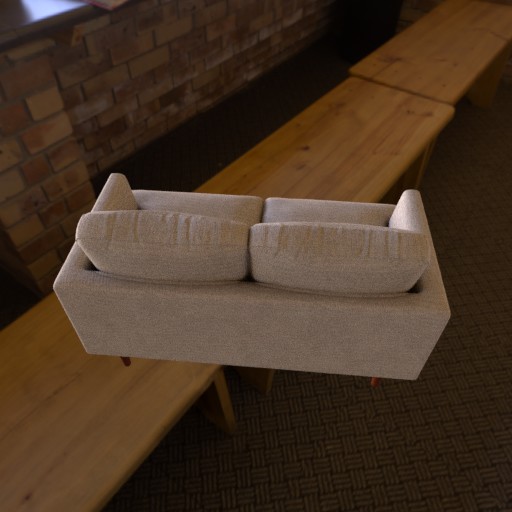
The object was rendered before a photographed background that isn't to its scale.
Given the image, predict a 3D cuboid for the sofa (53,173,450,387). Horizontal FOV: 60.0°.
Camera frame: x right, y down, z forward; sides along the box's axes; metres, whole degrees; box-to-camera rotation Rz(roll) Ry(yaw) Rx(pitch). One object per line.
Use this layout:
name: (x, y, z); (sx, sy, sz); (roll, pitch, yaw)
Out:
sofa: (0.000, 0.000, 2.162); (1.582, 0.944, 0.903); (4, 47, 4)
